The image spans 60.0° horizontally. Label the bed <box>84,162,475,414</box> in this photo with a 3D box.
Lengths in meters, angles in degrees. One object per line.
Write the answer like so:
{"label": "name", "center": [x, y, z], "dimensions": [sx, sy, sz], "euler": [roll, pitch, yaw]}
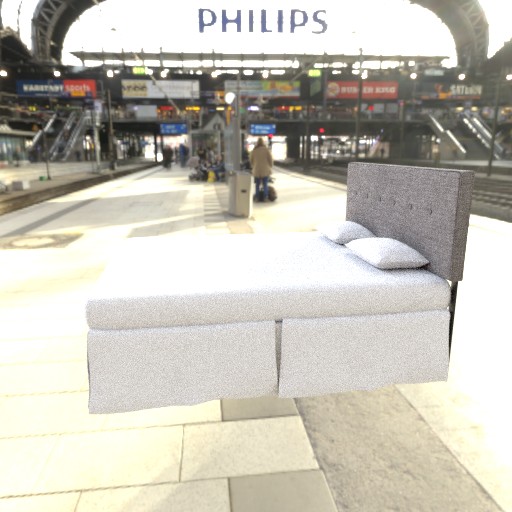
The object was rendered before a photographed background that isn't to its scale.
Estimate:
{"label": "bed", "center": [0.000, 0.000, 2.946], "dimensions": [1.958, 1.168, 1.621], "euler": [-2, 14, -9]}
